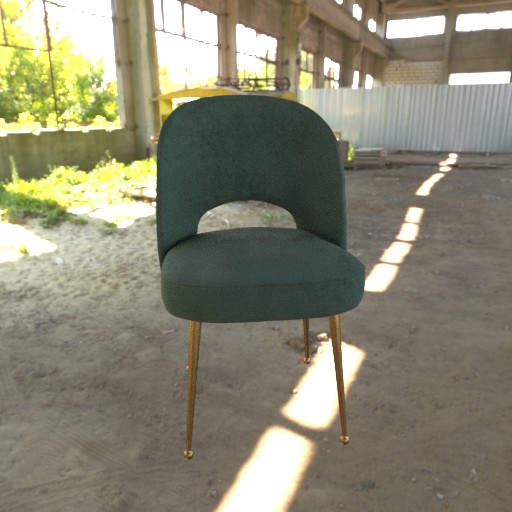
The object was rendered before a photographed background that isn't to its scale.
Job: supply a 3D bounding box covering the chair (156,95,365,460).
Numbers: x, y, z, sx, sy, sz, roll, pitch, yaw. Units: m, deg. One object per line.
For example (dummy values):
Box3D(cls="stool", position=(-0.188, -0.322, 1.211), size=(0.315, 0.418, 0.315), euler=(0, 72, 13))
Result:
Box3D(cls="chair", position=(0.000, 0.000, 1.211), size=(0.527, 0.860, 0.577), euler=(-2, 17, -7))
